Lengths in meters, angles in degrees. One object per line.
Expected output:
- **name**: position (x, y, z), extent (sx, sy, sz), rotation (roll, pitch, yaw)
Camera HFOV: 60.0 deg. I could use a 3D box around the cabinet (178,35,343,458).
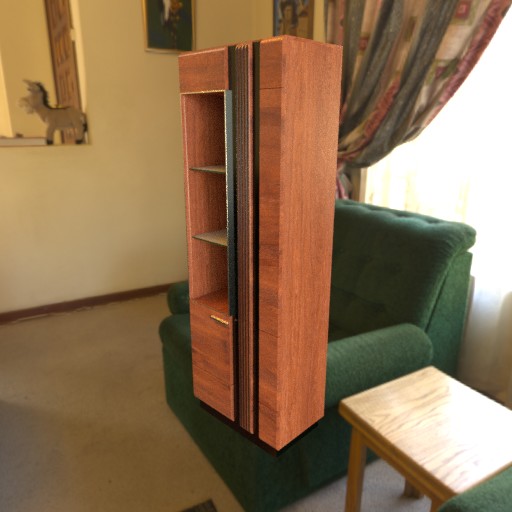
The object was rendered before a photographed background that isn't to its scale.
- **cabinet**: position (0.000, 0.000, 2.319), extent (0.660, 1.980, 0.420), rotation (16, 23, 42)
